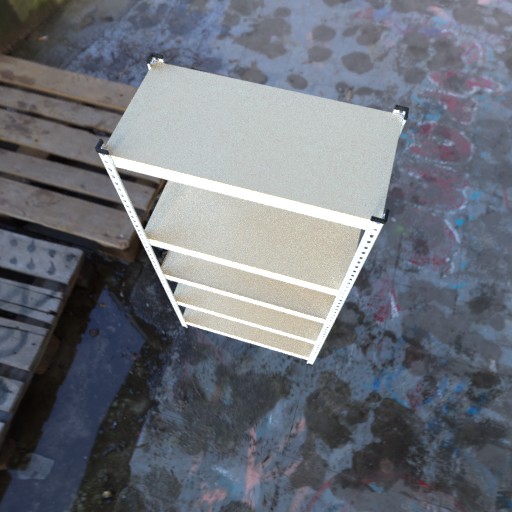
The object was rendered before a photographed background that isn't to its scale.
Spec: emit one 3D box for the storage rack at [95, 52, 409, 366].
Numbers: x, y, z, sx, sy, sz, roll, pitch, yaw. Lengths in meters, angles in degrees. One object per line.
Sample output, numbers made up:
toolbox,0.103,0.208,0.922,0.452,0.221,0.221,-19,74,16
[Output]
storage rack,0.000,0.000,2.228,0.914,1.829,0.457,15,64,7
